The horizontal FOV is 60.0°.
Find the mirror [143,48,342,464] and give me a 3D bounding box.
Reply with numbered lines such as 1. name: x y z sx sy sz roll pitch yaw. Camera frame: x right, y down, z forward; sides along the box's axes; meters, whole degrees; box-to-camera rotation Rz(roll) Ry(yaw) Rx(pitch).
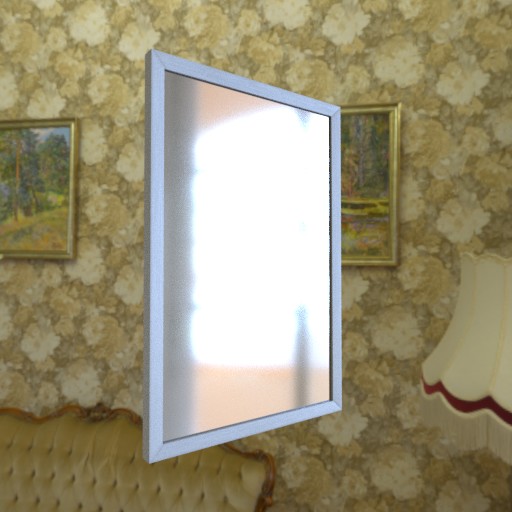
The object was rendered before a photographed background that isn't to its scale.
1. mirror: 0.000 0.000 1.172 0.609 0.915 0.040 1 -2 -36
